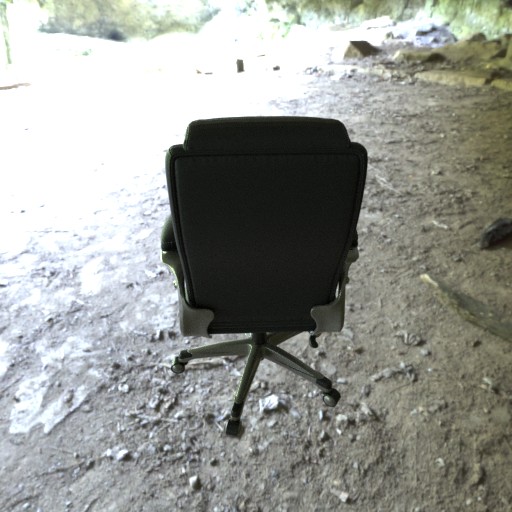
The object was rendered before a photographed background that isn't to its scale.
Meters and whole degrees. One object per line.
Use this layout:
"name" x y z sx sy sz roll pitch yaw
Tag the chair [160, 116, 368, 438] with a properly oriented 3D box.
"chair" 0.000 0.000 1.663 0.741 1.167 0.784 -1 31 -2
